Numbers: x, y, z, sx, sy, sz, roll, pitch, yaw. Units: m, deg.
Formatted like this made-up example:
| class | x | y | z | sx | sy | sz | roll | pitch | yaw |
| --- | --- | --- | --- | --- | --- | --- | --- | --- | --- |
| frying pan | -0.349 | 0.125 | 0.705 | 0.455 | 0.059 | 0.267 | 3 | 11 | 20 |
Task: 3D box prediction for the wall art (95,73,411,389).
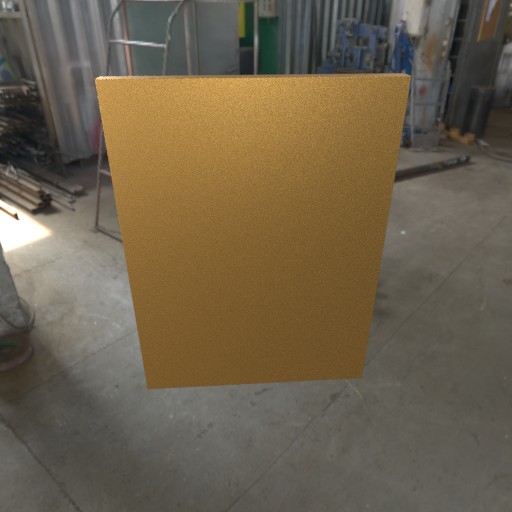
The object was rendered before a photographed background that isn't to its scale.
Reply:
| class | x | y | z | sx | sy | sz | roll | pitch | yaw |
| --- | --- | --- | --- | --- | --- | --- | --- | --- | --- |
| wall art | 0.000 | 0.000 | 1.070 | 0.610 | 0.812 | 0.038 | -2 | 30 | -4 |
